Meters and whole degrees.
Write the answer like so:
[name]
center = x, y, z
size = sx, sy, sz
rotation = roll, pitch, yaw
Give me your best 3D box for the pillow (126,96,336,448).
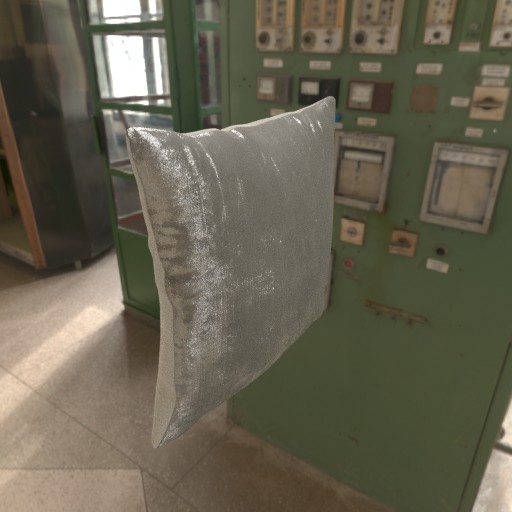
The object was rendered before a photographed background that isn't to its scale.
[pillow]
center = 0.000, 0.000, 0.718
size = 0.175, 0.464, 0.470
rotation = 17, 30, 32
